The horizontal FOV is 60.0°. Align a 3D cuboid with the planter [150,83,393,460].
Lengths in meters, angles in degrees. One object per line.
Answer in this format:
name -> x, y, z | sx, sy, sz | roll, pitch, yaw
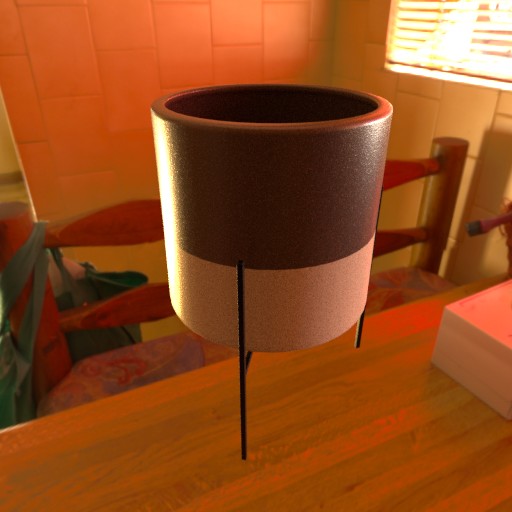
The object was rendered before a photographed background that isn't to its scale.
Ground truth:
planter -> 0.000, 0.000, 0.522 | 0.260, 0.353, 0.250 | 19, 34, 30
